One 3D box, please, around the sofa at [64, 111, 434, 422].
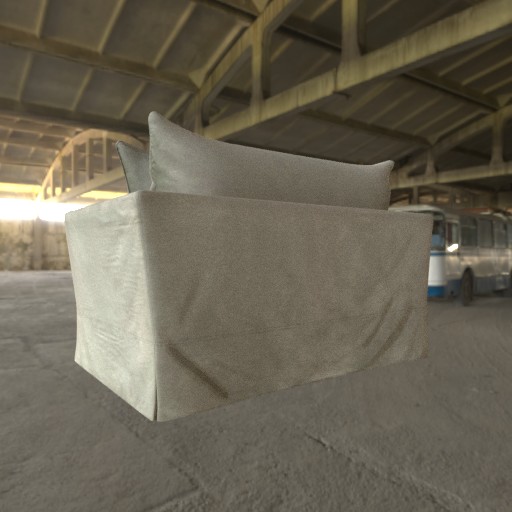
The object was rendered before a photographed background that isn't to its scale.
[{"bbox_3d":[0.000,0.000,2.229,1.608,1.040,1.035,0,1,-36],"label":"sofa"}]
